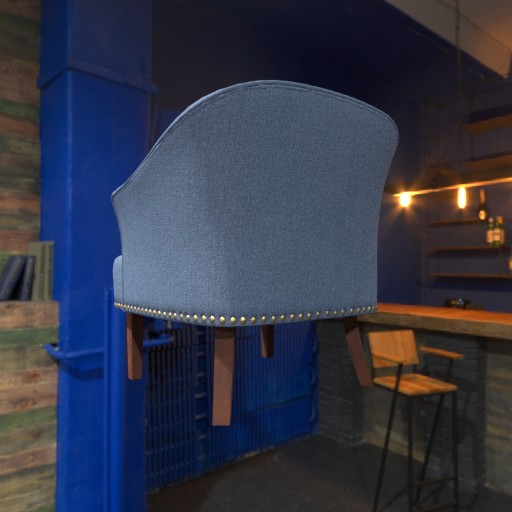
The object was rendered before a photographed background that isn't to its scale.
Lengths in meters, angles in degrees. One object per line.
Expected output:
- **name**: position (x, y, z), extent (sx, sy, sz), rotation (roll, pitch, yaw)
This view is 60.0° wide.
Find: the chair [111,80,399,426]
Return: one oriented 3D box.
- **chair**: position (0.000, 0.000, 1.386), extent (0.772, 0.815, 0.704), rotation (1, -1, -37)
